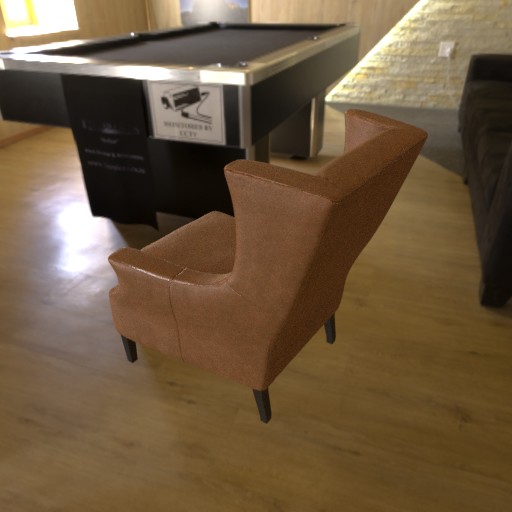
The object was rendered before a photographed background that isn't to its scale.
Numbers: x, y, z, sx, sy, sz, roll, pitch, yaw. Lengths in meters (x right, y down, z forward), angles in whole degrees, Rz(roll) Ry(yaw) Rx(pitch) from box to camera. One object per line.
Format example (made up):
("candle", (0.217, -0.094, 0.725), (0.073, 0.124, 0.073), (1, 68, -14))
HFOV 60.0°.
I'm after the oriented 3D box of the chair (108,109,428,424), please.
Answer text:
("chair", (0.000, 0.000, 1.699), (0.925, 1.016, 0.852), (21, 37, 30))
